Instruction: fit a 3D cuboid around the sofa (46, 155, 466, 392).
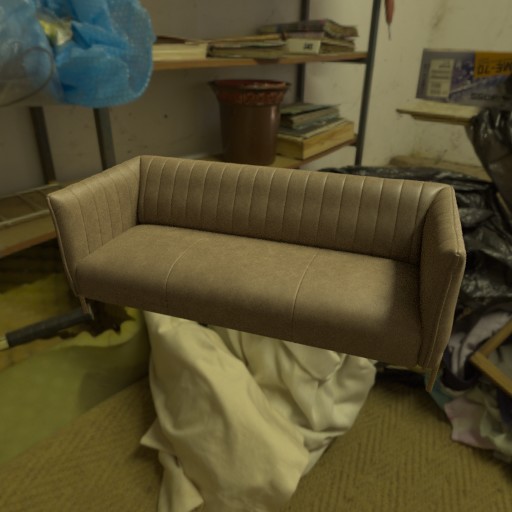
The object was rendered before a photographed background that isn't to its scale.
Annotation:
[{"bbox_3d":[0.000,0.000,2.419,1.980,0.779,0.876,9,28,17],"label":"sofa"}]
